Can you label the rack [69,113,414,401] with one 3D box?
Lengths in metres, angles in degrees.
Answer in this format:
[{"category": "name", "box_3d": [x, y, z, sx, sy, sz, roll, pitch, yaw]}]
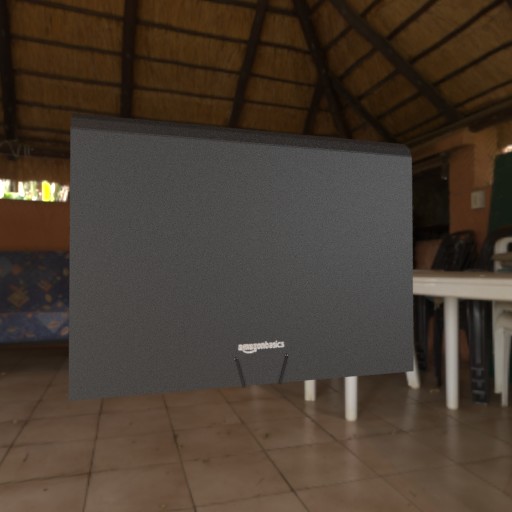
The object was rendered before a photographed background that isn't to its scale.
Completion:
[{"category": "rack", "box_3d": [0.000, 0.000, 0.428, 0.330, 0.241, 0.041, 0, -1, -17]}]
